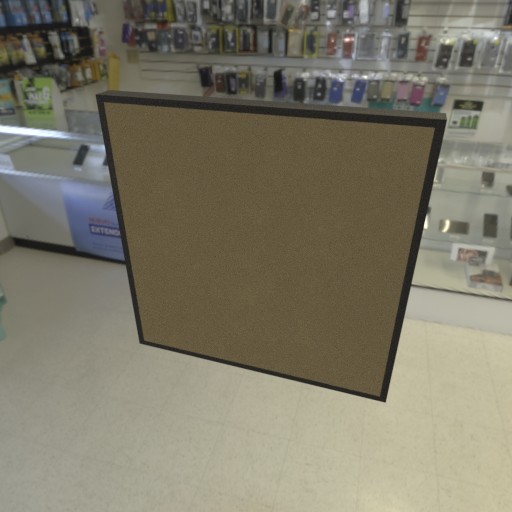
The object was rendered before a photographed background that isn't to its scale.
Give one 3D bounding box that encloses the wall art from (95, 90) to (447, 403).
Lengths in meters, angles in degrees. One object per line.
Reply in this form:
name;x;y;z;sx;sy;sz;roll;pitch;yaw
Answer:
wall art;0.000;0.000;0.760;0.509;0.507;0.037;9;32;15
